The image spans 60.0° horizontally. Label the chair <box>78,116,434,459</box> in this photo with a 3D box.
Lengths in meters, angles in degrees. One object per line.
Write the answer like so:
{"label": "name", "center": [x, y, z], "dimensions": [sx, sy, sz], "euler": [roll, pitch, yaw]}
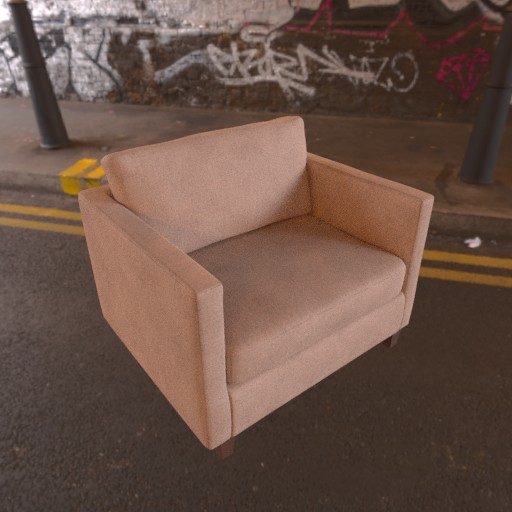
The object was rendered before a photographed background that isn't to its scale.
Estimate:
{"label": "chair", "center": [0.000, 0.000, 1.890], "dimensions": [1.133, 0.961, 0.959], "euler": [-21, 36, -32]}
